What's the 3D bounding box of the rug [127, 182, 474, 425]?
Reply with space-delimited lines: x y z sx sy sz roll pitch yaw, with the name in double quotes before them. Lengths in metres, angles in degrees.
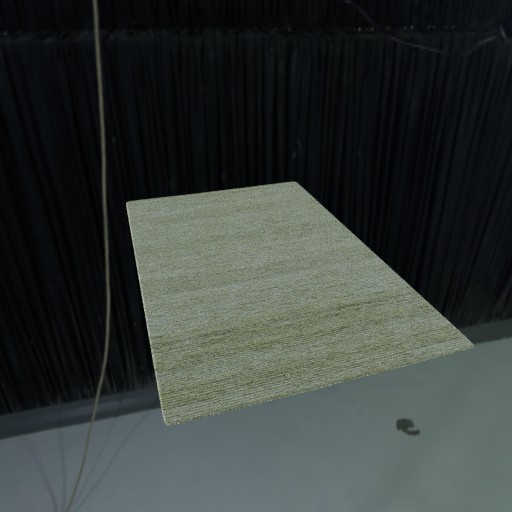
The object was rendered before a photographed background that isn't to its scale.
"rug" 0.000 0.000 2.203 1.143 0.010 1.758 -9 32 -15
